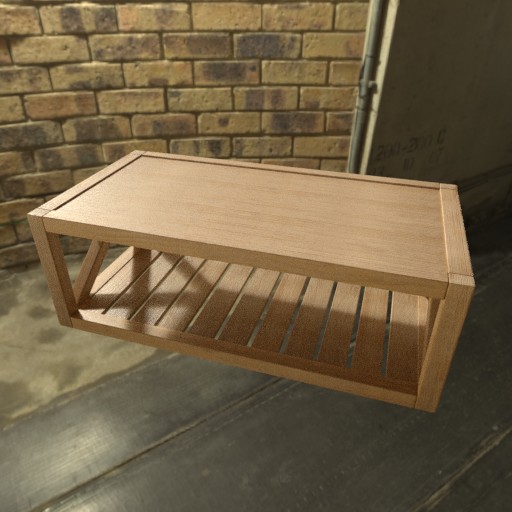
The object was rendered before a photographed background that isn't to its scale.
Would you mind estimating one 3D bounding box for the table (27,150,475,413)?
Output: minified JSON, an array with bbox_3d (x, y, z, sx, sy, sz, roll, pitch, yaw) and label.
[{"bbox_3d":[0.000,0.000,1.614,1.321,0.457,0.660,9,33,15],"label":"table"}]
